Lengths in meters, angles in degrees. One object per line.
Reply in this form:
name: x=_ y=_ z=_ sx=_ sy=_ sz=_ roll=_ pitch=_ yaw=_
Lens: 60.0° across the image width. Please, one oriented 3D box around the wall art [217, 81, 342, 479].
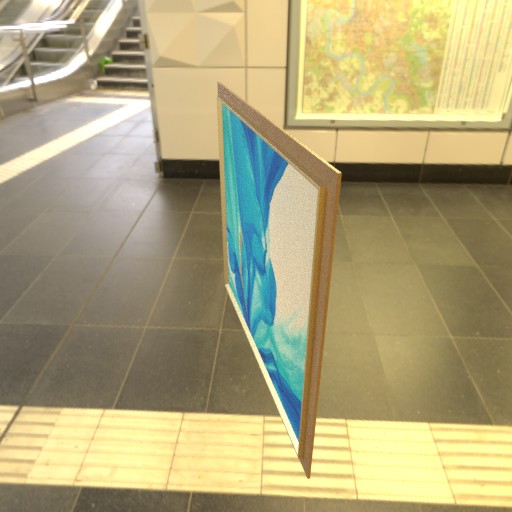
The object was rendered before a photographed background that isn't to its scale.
wall art: x=0.000 y=0.000 z=1.684 sx=0.025 sy=1.067 sz=1.168 roll=-9 pitch=32 yaw=-14
